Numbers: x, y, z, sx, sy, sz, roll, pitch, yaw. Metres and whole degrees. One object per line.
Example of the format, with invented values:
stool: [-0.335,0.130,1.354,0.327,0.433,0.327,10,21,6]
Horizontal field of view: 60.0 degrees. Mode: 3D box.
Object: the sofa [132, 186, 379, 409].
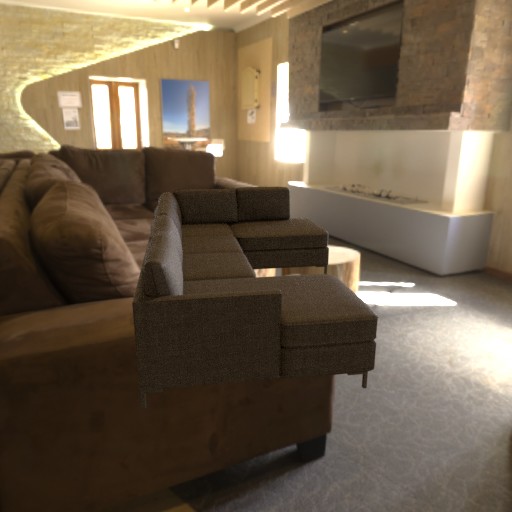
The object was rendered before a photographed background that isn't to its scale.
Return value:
sofa: [0.000,0.000,4.418,2.048,0.999,3.423,-3,16,-9]
